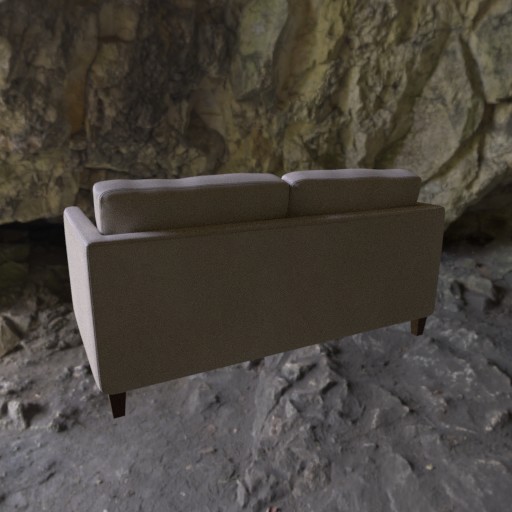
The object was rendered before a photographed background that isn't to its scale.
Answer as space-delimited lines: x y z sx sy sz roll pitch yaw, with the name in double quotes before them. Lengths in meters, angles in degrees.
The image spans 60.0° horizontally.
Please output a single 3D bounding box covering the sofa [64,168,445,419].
"sofa" 0.000 0.000 2.419 1.846 0.940 0.950 -8 17 -26
